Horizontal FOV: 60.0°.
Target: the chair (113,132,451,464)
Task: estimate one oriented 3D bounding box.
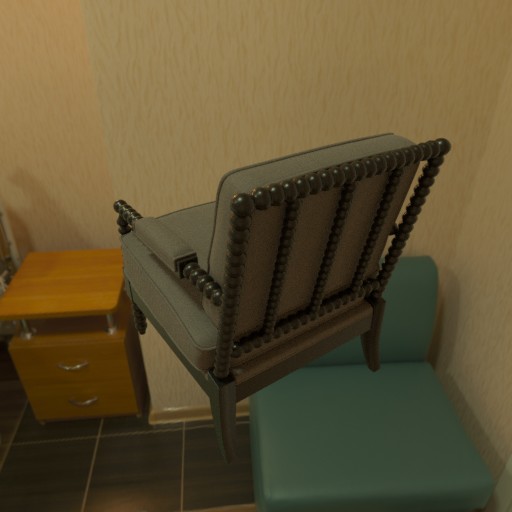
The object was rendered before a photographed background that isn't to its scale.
[{"bbox_3d":[0.000,0.000,1.106,0.540,0.661,0.622,-20,37,-30],"label":"chair"}]
